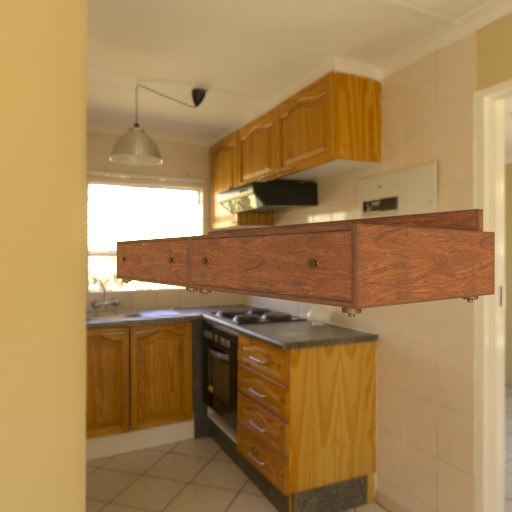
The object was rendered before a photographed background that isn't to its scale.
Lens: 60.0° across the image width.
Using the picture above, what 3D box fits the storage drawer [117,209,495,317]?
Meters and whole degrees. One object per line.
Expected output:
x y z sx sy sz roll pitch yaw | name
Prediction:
0.000 0.000 2.174 0.774 0.339 1.914 0 0 -36 | storage drawer
